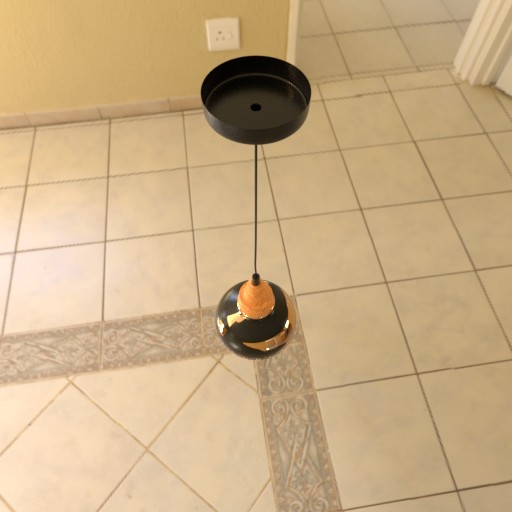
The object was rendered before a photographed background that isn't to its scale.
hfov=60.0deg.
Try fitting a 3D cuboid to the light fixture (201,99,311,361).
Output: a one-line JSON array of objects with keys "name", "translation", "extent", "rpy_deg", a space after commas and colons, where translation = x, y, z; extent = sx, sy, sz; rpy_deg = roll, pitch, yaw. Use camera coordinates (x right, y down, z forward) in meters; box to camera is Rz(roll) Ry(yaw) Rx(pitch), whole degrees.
[{"name": "light fixture", "translation": [0.000, 0.000, 1.791], "extent": [0.430, 1.606, 0.430], "rpy_deg": [-16, 60, -9]}]
